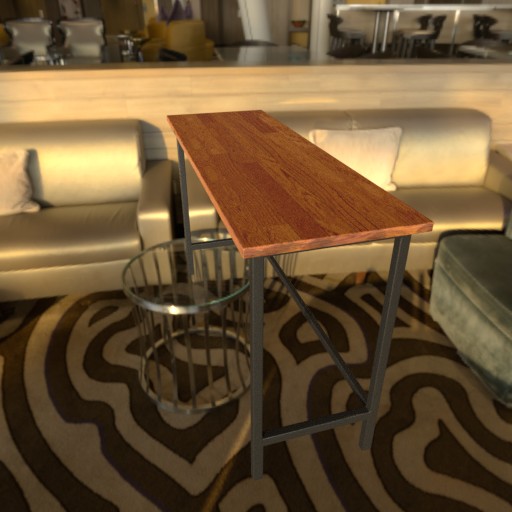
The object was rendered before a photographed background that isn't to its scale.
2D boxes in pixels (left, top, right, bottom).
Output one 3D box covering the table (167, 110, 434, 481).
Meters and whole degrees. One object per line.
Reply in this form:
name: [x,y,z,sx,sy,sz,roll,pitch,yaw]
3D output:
table: [0.000,0.000,1.542,0.408,0.740,1.204,-8,30,-14]
